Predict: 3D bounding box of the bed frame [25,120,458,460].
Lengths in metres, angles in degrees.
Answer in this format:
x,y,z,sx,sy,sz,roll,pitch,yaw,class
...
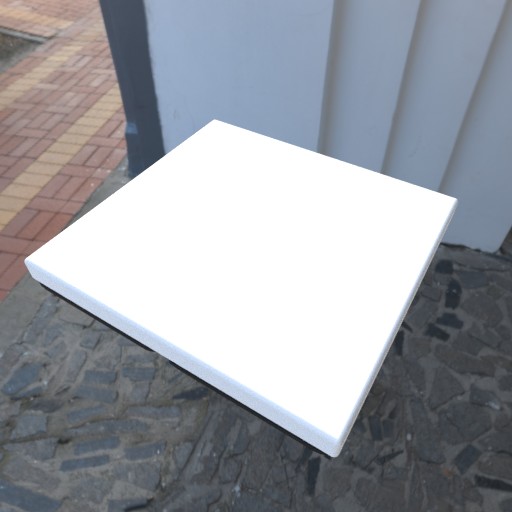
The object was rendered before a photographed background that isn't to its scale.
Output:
x,y,z,sx,sy,sz,roll,pitch,yaw,class
0.000,0.000,2.974,2.033,0.525,1.935,24,51,21,bed frame
